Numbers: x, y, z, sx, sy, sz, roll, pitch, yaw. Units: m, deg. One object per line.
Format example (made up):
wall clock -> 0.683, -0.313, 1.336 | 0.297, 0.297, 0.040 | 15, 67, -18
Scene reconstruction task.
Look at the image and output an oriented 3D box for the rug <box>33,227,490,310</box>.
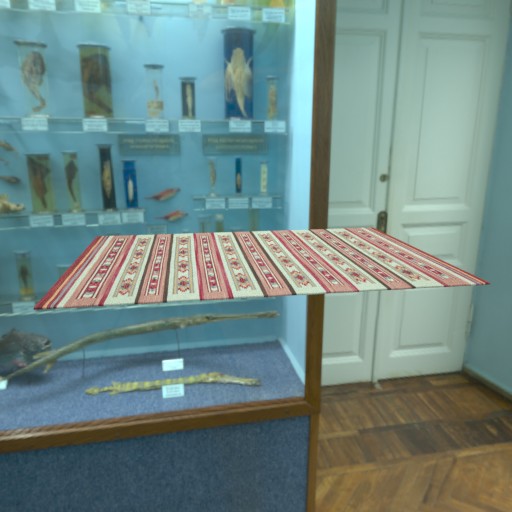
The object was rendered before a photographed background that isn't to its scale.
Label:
rug -> 0.000, 0.000, 2.313 | 1.817, 0.008, 1.223 | -2, 15, -9
